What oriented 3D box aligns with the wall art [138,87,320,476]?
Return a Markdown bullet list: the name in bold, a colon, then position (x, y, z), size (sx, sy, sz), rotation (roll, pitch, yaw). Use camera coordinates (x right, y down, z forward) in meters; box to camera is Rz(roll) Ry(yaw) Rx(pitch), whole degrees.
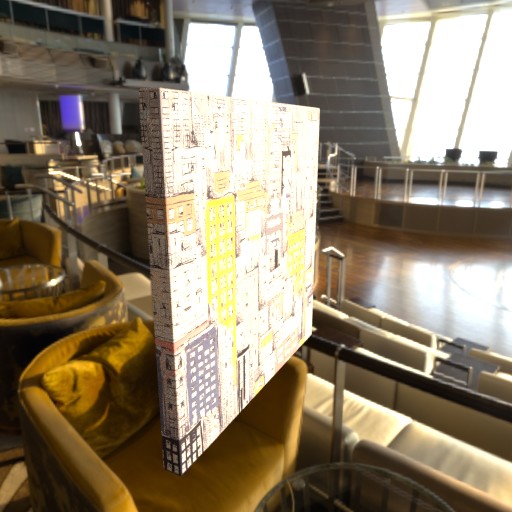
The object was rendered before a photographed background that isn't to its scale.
- **wall art**: position (0.000, 0.000, 0.920), size (0.038, 0.608, 0.607), rotation (8, 18, 27)
